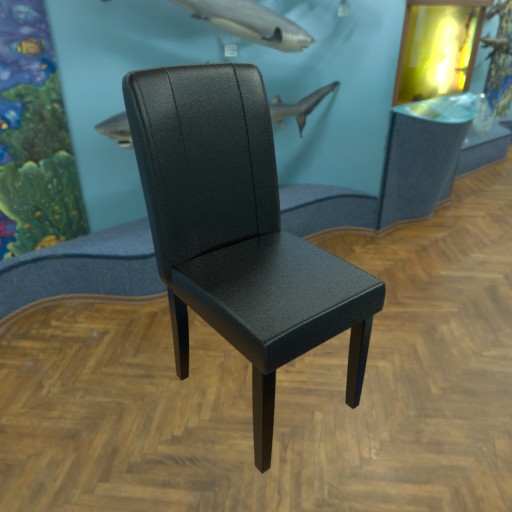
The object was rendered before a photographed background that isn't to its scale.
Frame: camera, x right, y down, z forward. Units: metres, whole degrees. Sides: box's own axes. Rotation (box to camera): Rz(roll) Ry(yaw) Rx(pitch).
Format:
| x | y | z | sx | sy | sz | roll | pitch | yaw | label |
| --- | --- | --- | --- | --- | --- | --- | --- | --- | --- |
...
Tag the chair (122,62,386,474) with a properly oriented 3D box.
| x | y | z | sx | sy | sz | roll | pitch | yaw | label |
| --- | --- | --- | --- | --- | --- | --- | --- | --- | --- |
| 0.000 | 0.000 | 1.168 | 0.399 | 0.897 | 0.556 | -20 | 34 | -33 | chair |
